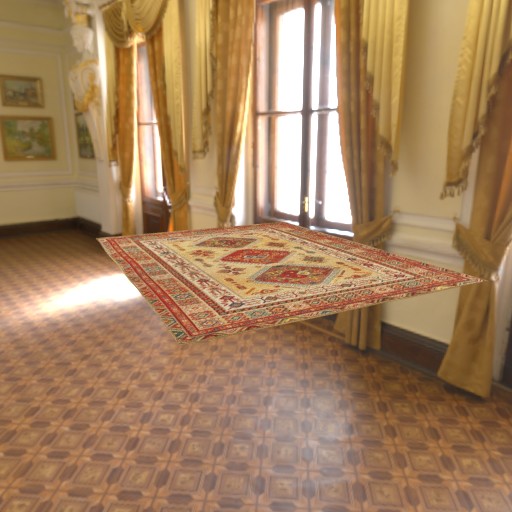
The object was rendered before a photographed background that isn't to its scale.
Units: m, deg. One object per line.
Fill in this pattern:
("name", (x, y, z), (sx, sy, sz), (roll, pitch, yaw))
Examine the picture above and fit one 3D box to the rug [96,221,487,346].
("rug", (0.000, 0.000, 4.176), (2.460, 0.005, 3.067), (-7, 16, -26))
